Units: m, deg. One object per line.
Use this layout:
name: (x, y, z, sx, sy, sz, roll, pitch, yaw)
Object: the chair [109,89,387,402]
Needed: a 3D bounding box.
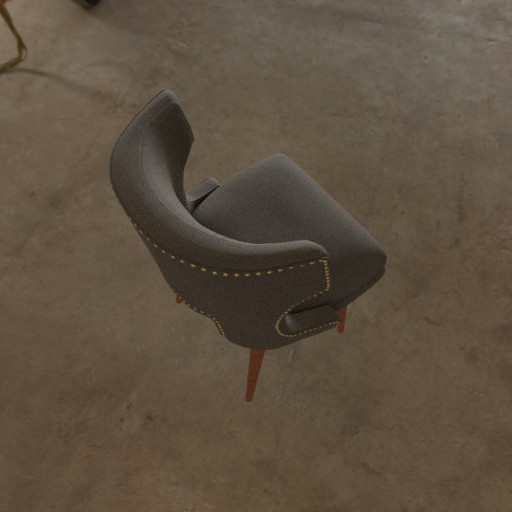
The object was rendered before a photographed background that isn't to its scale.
chair: (0.000, 0.000, 1.257, 0.581, 0.863, 0.595, -32, 64, -18)
